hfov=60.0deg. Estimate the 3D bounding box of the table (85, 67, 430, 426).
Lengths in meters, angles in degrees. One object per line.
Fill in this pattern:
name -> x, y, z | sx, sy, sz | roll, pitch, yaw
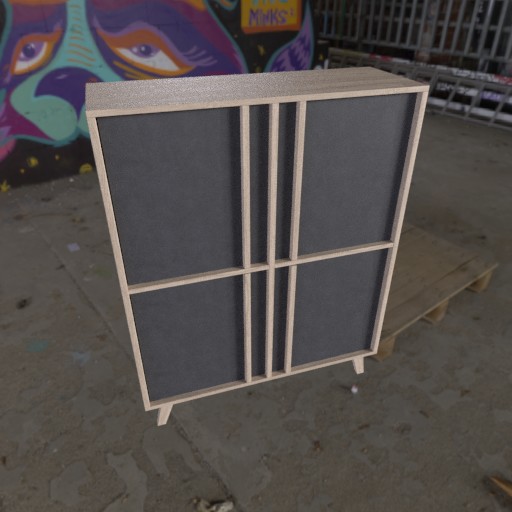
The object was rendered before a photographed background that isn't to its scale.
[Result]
table -> 0.000, 0.000, 1.887 | 1.111, 1.388, 0.398 | -10, 33, -15
